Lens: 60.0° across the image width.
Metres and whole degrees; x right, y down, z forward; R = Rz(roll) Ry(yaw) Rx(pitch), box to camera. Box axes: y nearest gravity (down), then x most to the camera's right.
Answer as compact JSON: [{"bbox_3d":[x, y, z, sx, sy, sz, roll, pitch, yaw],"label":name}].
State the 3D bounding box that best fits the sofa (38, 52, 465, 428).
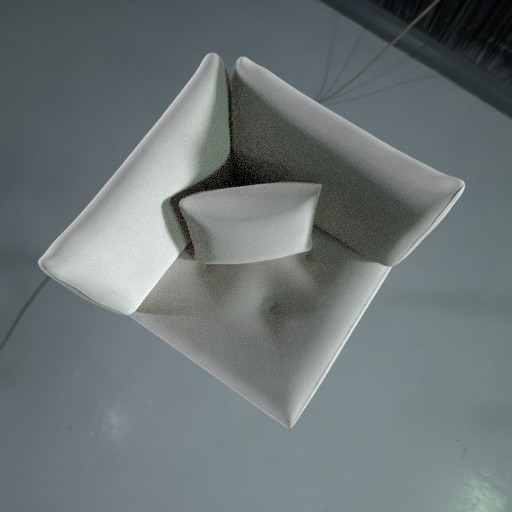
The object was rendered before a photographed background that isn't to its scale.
[{"bbox_3d":[0.000,0.000,1.760,1.000,0.820,1.000,33,78,8],"label":"sofa"}]
